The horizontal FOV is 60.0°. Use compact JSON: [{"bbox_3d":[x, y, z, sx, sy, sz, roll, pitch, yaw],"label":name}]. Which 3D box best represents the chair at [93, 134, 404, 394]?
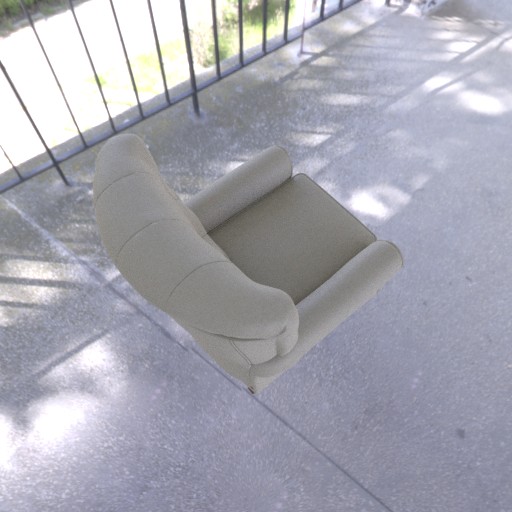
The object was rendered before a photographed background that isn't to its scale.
[{"bbox_3d":[0.000,0.000,1.919,1.059,1.158,0.943,-35,66,-18],"label":"chair"}]
